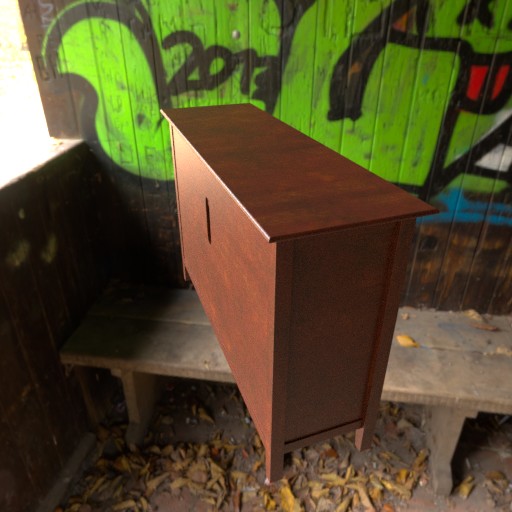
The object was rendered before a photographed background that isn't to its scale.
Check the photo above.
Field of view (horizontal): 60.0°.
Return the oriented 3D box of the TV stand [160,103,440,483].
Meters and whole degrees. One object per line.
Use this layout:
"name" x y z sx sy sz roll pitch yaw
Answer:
"TV stand" 0.000 0.000 1.787 0.445 0.915 1.372 -10 32 -17
